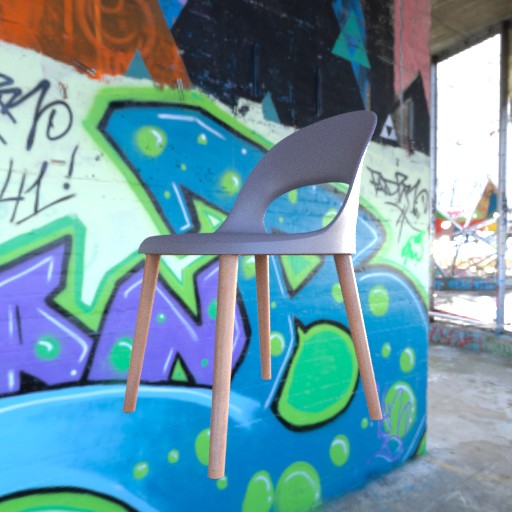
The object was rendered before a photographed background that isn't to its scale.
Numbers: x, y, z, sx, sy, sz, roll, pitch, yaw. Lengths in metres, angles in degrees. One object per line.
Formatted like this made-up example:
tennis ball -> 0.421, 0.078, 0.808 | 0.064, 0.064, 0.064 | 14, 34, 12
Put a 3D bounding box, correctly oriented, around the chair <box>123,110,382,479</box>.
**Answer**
chair -> 0.000, 0.000, 1.116 | 0.556, 0.795, 0.470 | -1, 1, -38
